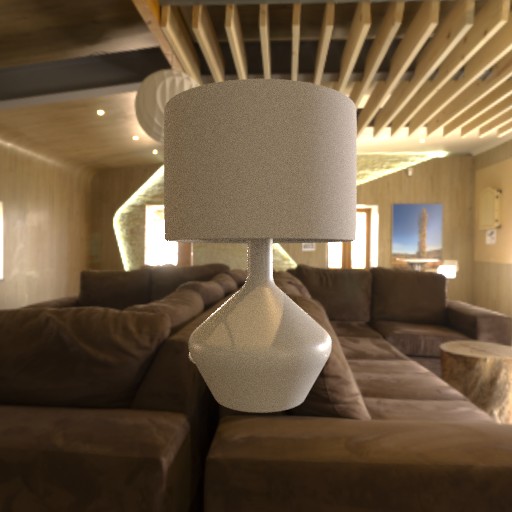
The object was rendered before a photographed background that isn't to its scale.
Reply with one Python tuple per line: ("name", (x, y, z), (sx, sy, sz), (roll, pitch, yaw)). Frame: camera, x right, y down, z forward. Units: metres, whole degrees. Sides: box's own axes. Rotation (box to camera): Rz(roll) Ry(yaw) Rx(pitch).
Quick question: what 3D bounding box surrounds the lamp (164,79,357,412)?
("lamp", (0.000, 0.000, 0.848), (0.401, 0.457, 0.546), (0, 0, 19))
